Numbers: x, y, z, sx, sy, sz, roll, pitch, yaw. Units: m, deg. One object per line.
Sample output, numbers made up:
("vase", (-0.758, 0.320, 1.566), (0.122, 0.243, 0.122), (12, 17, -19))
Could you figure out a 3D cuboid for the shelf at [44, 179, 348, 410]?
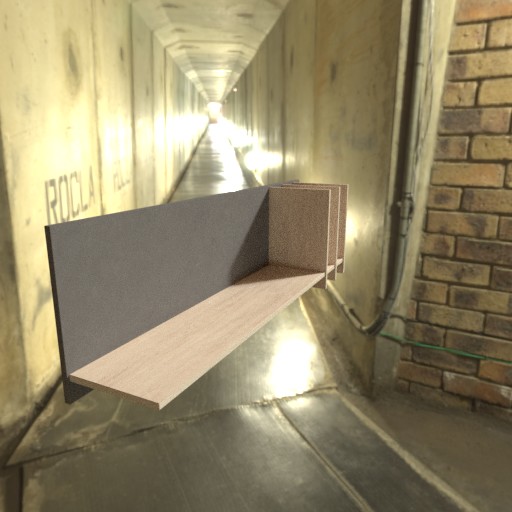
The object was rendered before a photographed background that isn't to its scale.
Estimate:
("shelf", (0.000, 0.000, 1.101), (0.200, 0.300, 1.020), (7, 16, 26))
